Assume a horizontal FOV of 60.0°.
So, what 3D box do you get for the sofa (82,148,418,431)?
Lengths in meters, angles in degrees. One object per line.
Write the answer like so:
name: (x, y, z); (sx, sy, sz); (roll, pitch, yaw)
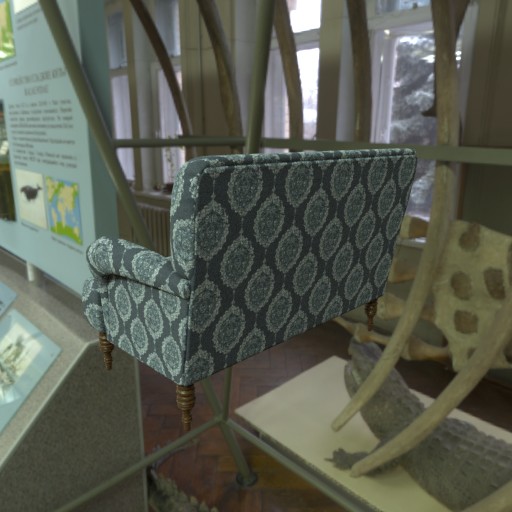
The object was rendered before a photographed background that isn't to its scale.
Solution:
sofa: (0.000, 0.000, 1.846); (1.297, 0.867, 0.779); (-14, 21, -42)
